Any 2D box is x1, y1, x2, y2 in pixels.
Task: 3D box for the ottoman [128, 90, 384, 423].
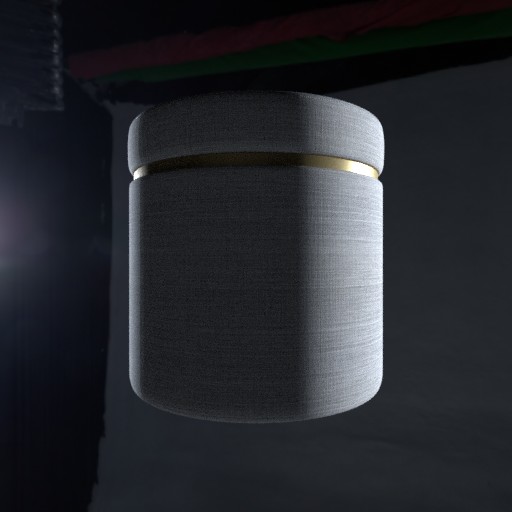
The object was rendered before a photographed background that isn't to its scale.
[{"bbox_3d":[0.000,0.000,0.721,0.400,0.406,0.400,0,0,0],"label":"ottoman"}]
